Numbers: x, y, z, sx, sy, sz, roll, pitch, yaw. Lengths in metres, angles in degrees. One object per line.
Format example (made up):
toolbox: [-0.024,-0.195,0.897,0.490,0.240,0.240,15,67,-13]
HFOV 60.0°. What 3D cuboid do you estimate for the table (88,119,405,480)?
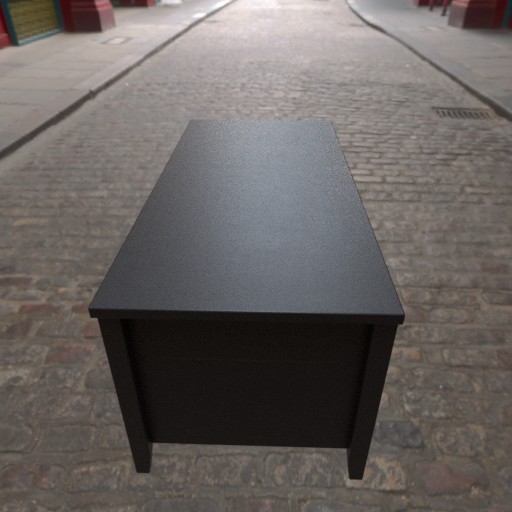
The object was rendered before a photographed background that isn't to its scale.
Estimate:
table: [0.000,0.000,1.221,0.483,0.457,1.016,1,33,2]
